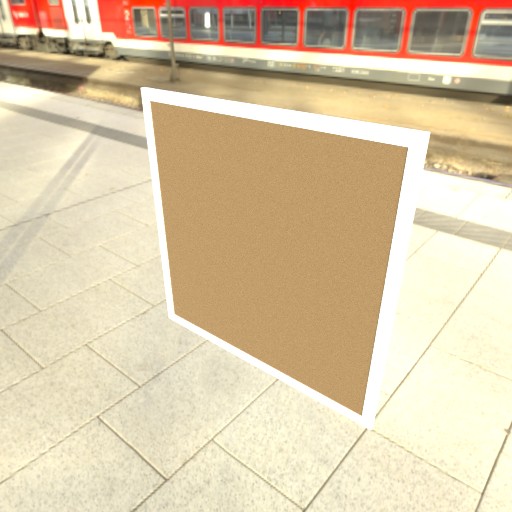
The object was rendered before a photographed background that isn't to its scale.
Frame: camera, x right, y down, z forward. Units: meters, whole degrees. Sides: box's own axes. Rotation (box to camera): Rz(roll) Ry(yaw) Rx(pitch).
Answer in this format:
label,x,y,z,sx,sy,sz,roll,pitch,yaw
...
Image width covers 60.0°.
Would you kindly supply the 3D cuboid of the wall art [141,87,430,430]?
label,x,y,z,sx,sy,sz,roll,pitch,yaw
wall art,0.000,0.000,1.239,0.812,0.812,0.015,21,36,32
